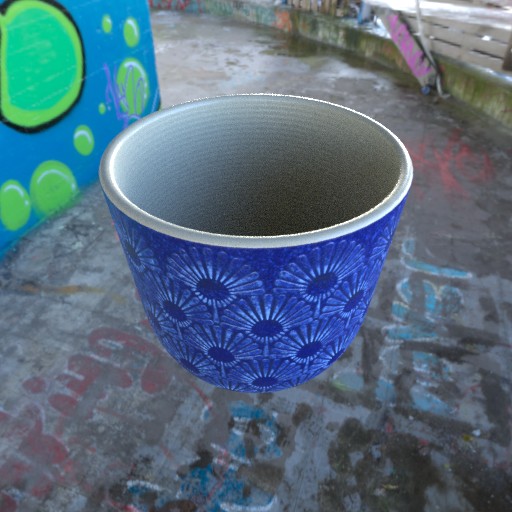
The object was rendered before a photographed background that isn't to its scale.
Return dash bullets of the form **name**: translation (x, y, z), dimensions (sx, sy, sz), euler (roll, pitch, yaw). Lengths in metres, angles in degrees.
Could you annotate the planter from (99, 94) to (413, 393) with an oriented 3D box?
- **planter**: translation (0.000, 0.000, 0.361), dimensions (0.206, 0.190, 0.206), euler (0, 40, 0)
